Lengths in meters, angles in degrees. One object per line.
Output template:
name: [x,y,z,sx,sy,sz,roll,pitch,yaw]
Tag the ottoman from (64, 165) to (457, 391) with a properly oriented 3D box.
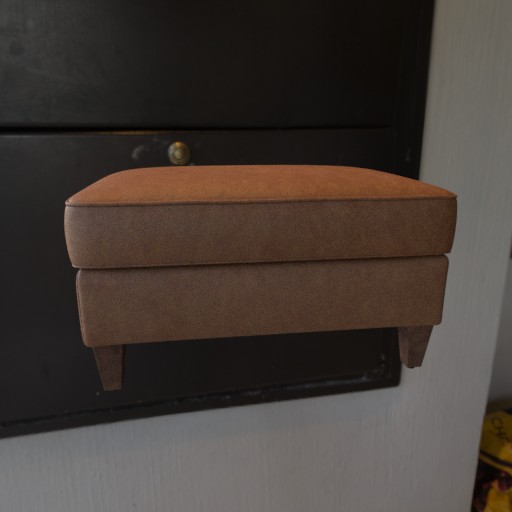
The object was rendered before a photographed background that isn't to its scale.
ottoman: [0.000,0.000,1.219,0.864,0.483,0.584,-2,16,-8]
